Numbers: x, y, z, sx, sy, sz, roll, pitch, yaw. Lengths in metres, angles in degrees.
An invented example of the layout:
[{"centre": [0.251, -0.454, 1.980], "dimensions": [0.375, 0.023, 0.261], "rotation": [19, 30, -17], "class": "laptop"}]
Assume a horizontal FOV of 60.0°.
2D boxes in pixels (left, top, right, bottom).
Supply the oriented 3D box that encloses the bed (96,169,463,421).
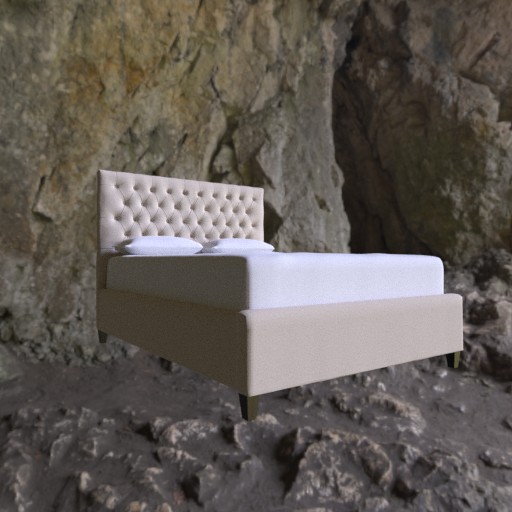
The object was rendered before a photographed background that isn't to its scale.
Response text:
[{"centre": [0.000, 0.000, 3.248], "dimensions": [1.696, 1.426, 2.233], "rotation": [0, 0, -35], "class": "bed"}]
